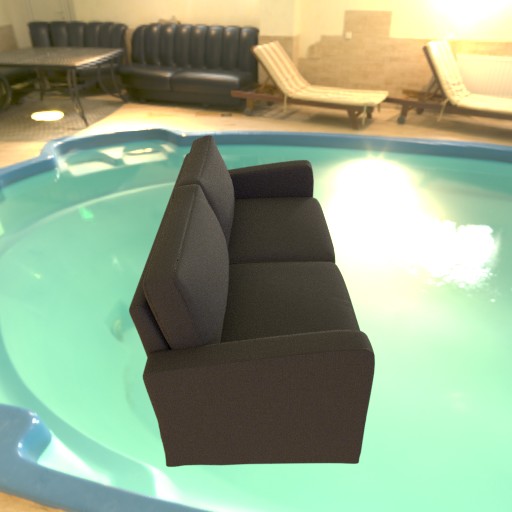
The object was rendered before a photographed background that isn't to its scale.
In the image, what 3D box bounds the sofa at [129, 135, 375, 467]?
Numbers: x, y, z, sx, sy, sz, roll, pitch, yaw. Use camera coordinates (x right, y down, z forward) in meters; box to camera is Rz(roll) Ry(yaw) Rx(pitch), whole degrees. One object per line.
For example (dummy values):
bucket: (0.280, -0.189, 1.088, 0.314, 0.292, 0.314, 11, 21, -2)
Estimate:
sofa: (0.000, 0.000, 2.345, 0.898, 0.839, 1.852, 0, 32, -1)
